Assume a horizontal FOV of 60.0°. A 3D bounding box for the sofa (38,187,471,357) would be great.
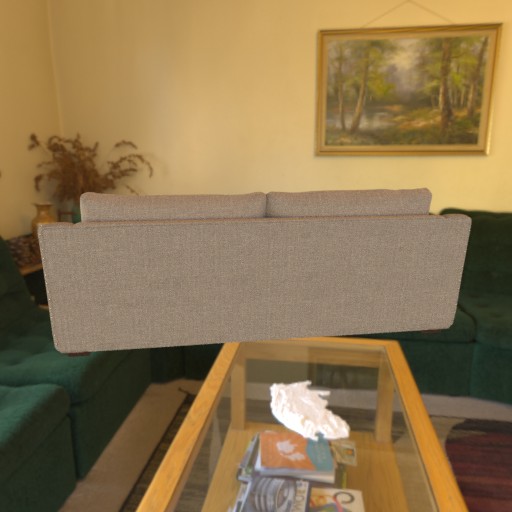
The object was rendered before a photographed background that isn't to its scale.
[{"bbox_3d":[0.000,0.000,2.752,2.208,0.857,1.000,-2,13,-9],"label":"sofa"}]
